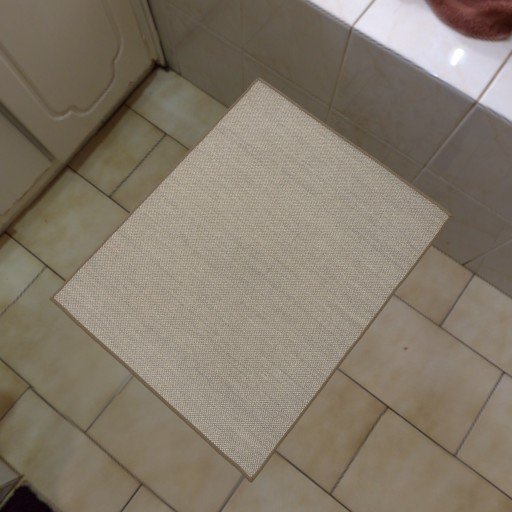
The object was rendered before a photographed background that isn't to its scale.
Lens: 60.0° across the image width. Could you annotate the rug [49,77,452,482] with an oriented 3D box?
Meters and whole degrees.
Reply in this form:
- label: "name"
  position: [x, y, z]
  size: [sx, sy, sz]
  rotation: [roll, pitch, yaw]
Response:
- label: "rug"
  position: [0.000, 0.000, 4.137]
  size: [2.413, 0.020, 3.041]
  rotation: [39, 79, 9]
